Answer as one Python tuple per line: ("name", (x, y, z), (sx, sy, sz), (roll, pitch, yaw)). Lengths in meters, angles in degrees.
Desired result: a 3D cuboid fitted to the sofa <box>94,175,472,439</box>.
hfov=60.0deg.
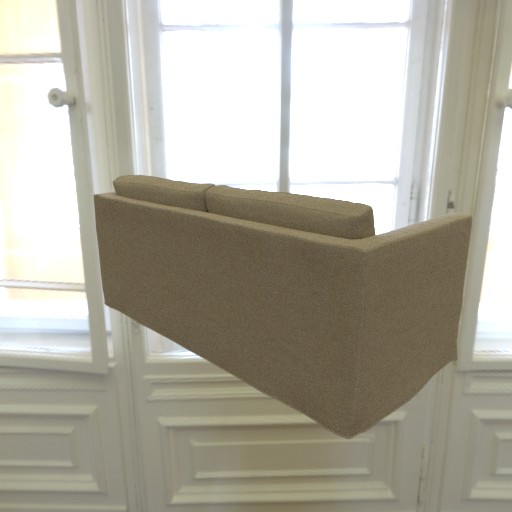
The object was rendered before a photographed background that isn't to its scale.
("sofa", (0.000, 0.000, 2.476), (0.956, 0.847, 1.987), (-15, 21, -43))
